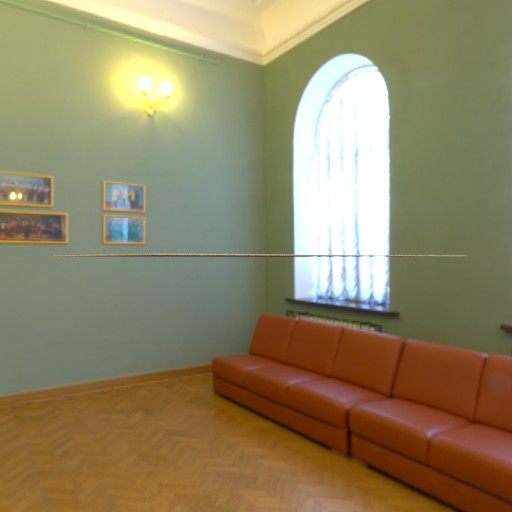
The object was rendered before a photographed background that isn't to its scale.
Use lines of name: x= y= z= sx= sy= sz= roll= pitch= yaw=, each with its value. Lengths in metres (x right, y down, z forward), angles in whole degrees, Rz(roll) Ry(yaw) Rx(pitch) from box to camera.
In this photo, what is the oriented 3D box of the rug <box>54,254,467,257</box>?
rug: x=0.000 y=0.000 z=4.151 sx=3.045 sy=0.008 sz=2.421 roll=0 pitch=0 yaw=-36
